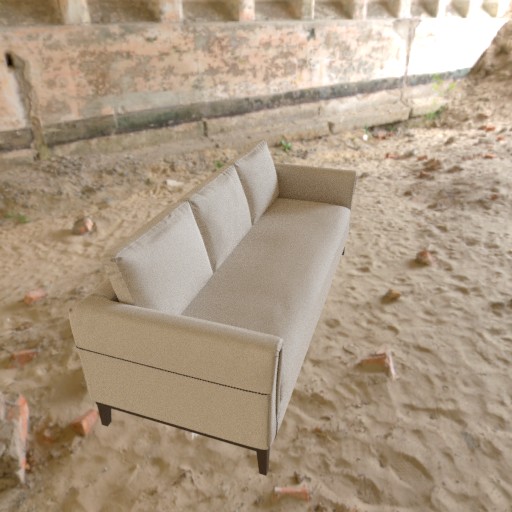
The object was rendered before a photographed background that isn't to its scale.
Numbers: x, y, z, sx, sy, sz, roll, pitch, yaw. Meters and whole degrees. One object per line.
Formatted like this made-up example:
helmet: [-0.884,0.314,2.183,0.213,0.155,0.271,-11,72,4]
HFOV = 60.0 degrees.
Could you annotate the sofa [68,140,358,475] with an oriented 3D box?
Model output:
sofa: [0.000,0.000,2.681,0.902,0.911,2.198,9,30,16]
